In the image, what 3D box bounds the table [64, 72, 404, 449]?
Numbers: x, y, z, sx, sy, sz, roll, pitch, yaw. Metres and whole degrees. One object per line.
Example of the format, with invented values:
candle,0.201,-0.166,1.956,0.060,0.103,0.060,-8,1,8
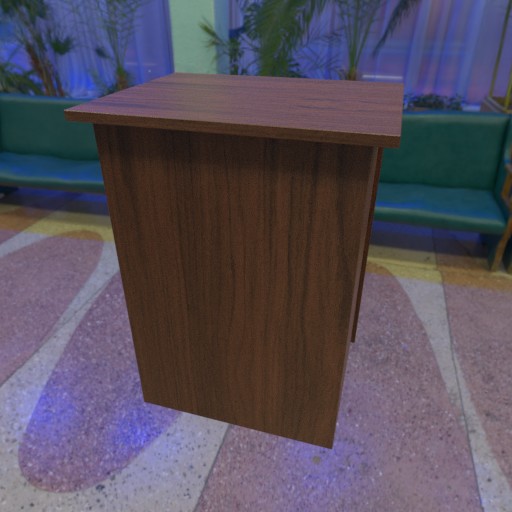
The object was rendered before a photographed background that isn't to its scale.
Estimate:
table,0.000,0.000,0.914,0.480,0.636,0.381,9,32,14
